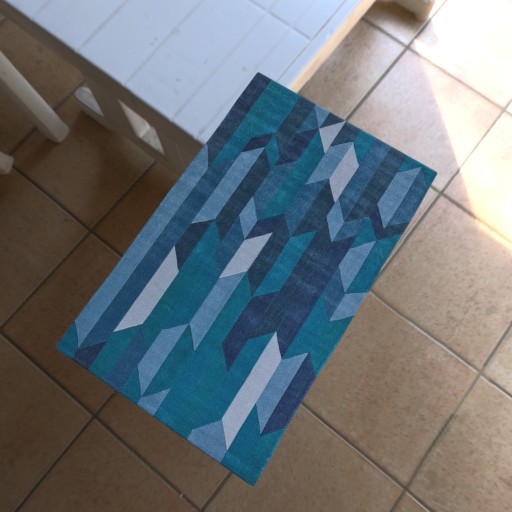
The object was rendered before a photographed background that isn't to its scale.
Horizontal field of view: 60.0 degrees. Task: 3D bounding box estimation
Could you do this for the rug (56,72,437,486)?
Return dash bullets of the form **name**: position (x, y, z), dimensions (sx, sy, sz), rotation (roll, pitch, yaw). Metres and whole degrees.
- **rug**: position (0.000, 0.000, 2.999), dimensions (1.528, 0.005, 2.420), rotation (32, 78, 7)
